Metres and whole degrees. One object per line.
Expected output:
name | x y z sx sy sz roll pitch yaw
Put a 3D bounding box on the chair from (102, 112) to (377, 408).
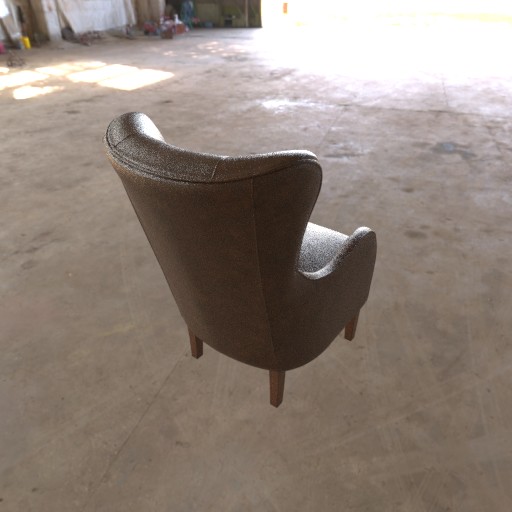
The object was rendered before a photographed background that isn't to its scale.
chair | 0.000 0.000 1.652 0.692 1.048 0.914 22 38 32
